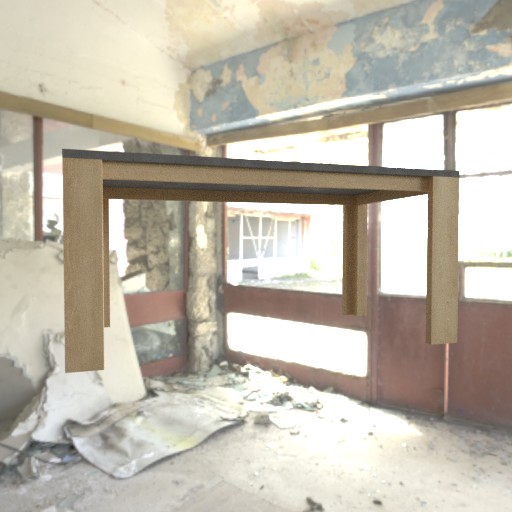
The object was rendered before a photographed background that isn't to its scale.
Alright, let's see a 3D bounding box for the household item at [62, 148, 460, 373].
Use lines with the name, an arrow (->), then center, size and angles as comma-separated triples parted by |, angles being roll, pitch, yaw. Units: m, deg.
household item -> 0.000, 0.000, 2.123 | 1.600, 0.755, 0.850 | -1, 2, -16
